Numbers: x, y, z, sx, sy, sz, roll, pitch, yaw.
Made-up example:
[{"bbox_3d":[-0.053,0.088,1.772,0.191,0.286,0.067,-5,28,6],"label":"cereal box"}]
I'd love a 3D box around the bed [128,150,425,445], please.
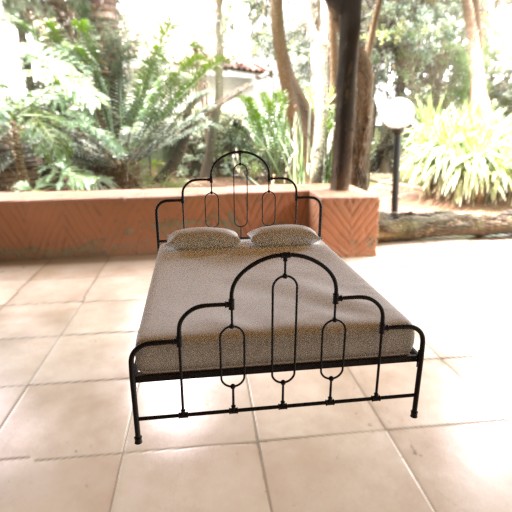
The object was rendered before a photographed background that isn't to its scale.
[{"bbox_3d":[0.000,0.000,3.330,1.640,1.429,2.163,-2,17,-8],"label":"bed"}]
